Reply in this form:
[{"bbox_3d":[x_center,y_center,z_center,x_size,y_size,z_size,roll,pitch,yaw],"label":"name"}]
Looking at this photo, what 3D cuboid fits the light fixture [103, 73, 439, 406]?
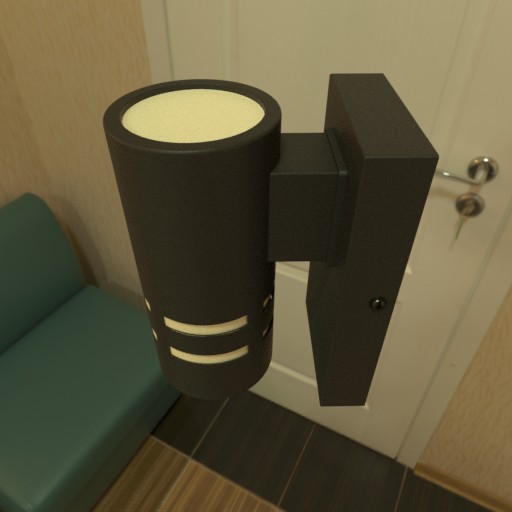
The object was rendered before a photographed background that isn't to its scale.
[{"bbox_3d":[0.000,0.000,0.261,0.138,0.179,0.098,-1,41,-1],"label":"light fixture"}]
